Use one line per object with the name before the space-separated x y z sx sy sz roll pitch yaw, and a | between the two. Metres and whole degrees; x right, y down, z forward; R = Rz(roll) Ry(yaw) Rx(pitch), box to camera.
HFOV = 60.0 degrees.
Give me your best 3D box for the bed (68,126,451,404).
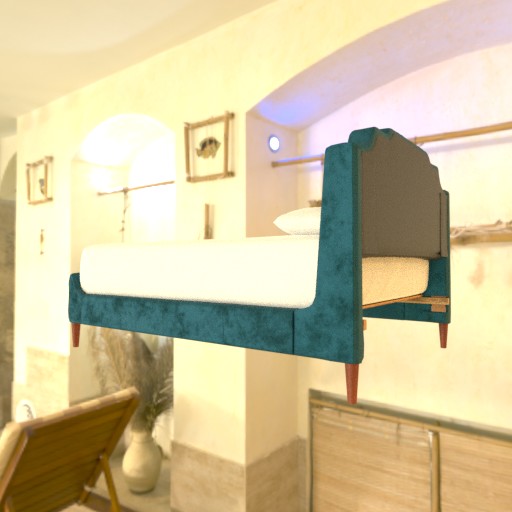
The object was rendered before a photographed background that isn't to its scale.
bed | 0.000 0.000 3.270 2.322 1.338 1.678 -1 -1 37
